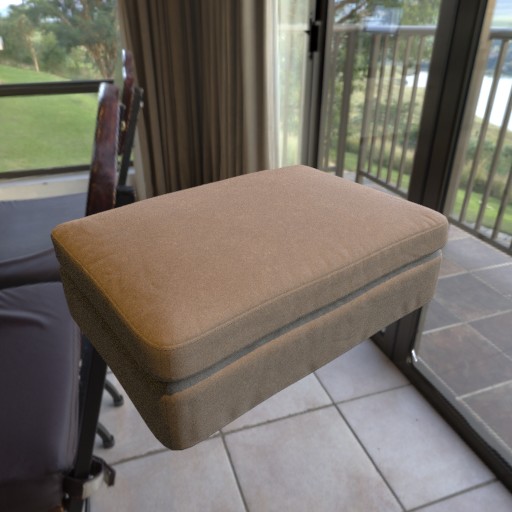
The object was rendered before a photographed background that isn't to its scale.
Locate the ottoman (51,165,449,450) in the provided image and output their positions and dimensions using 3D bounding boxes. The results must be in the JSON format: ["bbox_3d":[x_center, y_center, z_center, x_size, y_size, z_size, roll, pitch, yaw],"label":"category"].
[{"bbox_3d":[0.000,0.000,1.615,1.199,0.429,0.840,-21,35,-33],"label":"ottoman"}]
